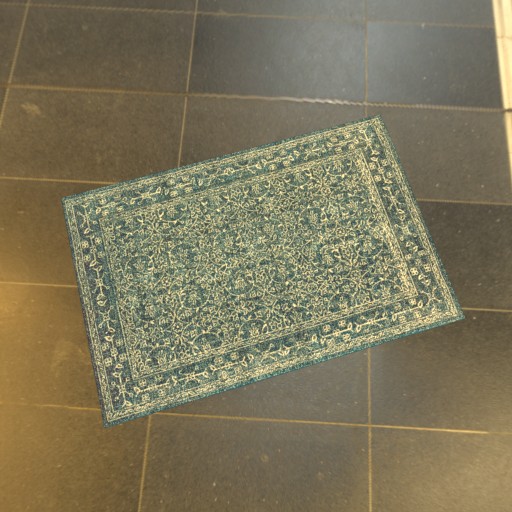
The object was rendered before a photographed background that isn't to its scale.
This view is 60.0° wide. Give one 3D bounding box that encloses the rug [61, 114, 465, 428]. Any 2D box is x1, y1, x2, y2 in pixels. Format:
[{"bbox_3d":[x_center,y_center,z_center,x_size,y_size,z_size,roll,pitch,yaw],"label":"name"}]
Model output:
[{"bbox_3d":[0.000,0.000,2.281,1.819,0.005,1.200,-16,75,-4],"label":"rug"}]
